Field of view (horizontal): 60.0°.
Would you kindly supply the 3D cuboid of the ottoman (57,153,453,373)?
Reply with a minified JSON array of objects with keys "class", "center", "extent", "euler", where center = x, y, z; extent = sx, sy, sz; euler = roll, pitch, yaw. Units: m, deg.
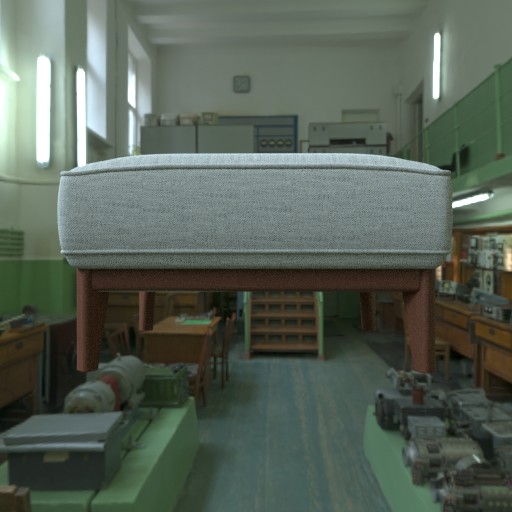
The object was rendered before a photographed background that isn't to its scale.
[{"class":"ottoman","center":[0.000,0.000,1.150],"extent":[0.794,0.465,0.594],"euler":[0,0,1]}]
